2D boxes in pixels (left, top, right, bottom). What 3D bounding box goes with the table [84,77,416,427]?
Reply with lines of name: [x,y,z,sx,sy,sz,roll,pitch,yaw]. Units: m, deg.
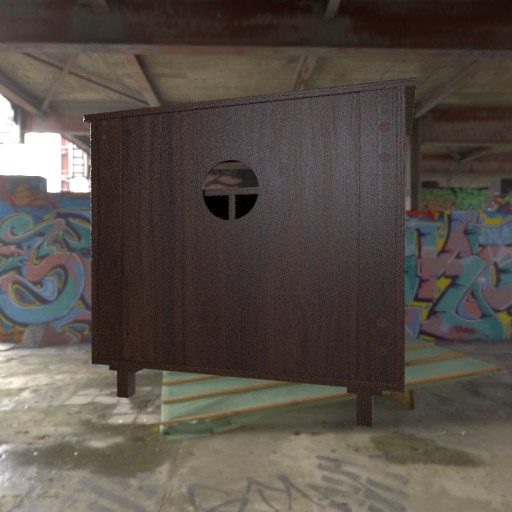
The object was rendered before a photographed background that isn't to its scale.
table: [0.000,0.000,1.203,0.802,0.725,0.390,0,1,18]
